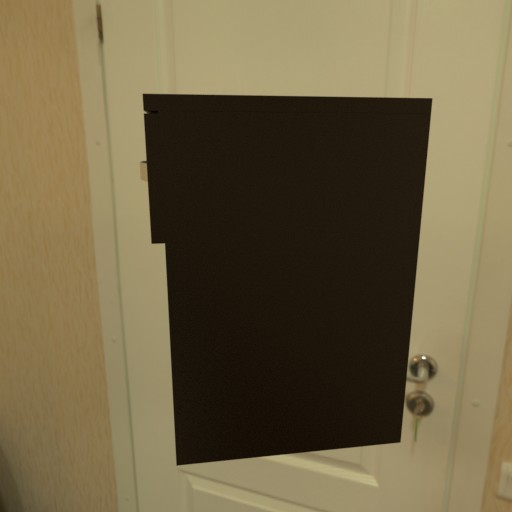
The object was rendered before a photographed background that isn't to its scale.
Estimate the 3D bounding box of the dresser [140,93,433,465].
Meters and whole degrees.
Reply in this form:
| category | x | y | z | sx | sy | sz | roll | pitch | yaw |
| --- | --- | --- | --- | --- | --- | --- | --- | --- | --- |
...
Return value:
| category | x | y | z | sx | sy | sz | roll | pitch | yaw |
| --- | --- | --- | --- | --- | --- | --- | --- | --- | --- |
| dresser | 0.000 | 0.000 | 0.745 | 0.360 | 0.470 | 0.400 | -2 | 14 | -8 |
